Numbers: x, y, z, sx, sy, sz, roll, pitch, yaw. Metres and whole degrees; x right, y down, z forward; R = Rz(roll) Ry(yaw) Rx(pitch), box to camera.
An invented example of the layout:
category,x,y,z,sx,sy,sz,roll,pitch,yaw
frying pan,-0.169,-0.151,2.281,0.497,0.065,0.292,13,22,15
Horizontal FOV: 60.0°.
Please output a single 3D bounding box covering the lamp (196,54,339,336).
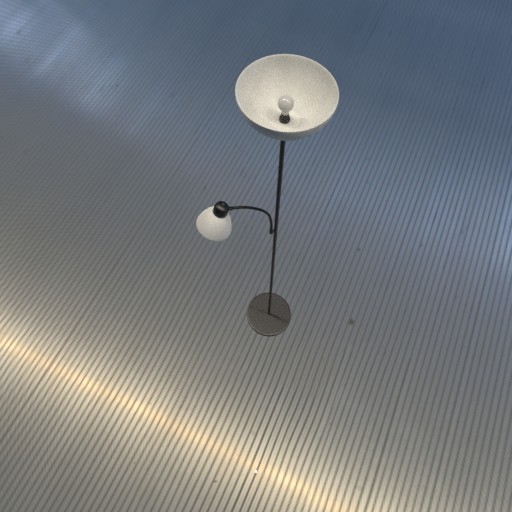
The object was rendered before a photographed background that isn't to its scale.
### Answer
category,x,y,z,sx,sy,sz,roll,pitch,yaw
lamp,0.000,0.000,1.932,0.442,1.804,0.279,-19,66,-9
